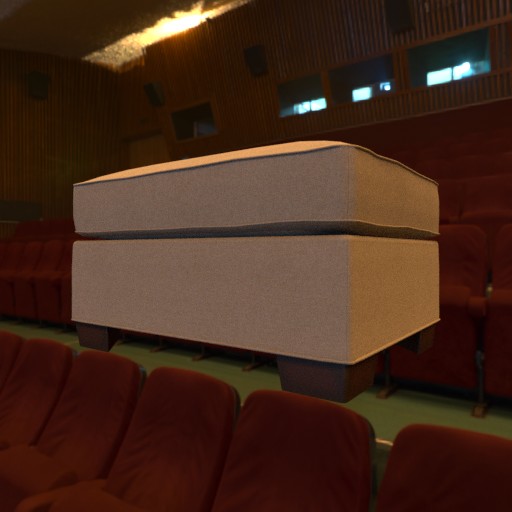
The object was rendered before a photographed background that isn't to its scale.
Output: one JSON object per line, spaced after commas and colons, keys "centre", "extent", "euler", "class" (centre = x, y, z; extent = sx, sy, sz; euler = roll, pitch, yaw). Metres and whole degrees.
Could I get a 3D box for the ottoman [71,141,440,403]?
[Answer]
{"centre": [0.000, 0.000, 1.233], "extent": [0.846, 0.503, 0.617], "euler": [1, 1, 36], "class": "ottoman"}
